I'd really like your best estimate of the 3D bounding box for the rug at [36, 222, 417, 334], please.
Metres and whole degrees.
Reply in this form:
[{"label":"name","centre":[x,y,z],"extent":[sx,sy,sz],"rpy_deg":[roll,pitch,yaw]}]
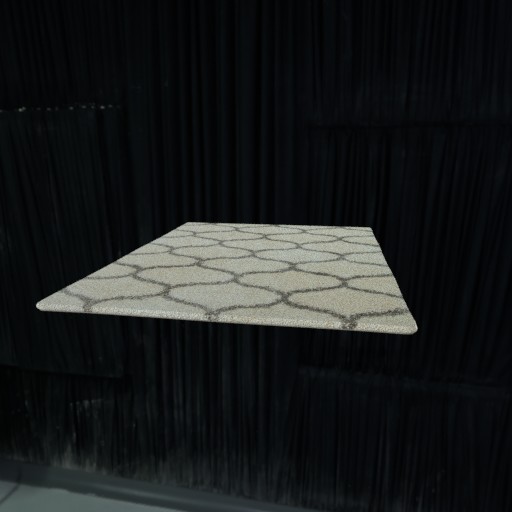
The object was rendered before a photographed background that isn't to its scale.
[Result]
[{"label":"rug","centre":[0.000,0.000,2.114],"extent":[1.200,0.025,1.600],"rpy_deg":[2,14,9]}]
